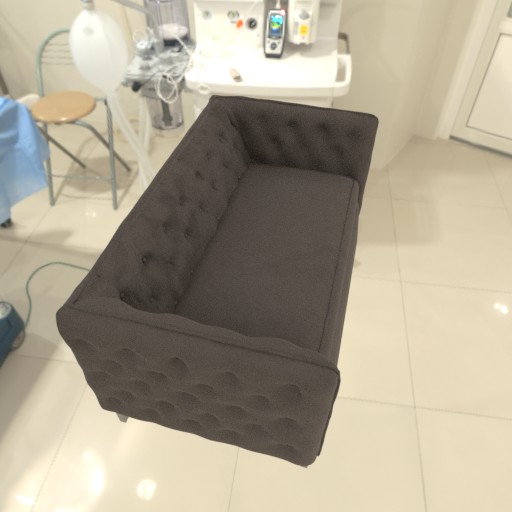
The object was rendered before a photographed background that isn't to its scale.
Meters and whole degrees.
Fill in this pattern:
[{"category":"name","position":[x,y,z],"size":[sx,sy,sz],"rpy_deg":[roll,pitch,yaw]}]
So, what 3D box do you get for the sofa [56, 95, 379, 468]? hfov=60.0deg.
[{"category":"sofa","position":[0.000,0.000,2.062],"size":[0.909,0.810,1.583],"rpy_deg":[11,47,10]}]
